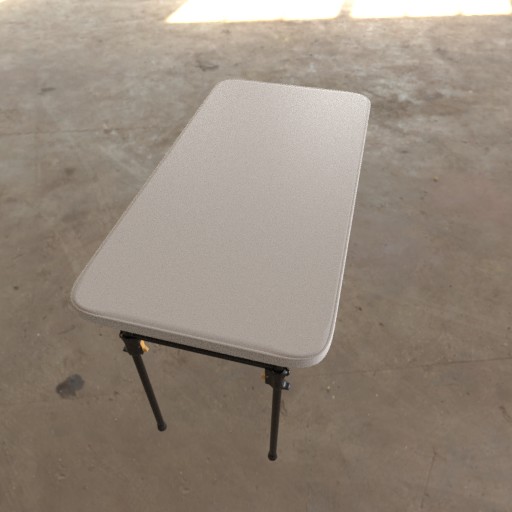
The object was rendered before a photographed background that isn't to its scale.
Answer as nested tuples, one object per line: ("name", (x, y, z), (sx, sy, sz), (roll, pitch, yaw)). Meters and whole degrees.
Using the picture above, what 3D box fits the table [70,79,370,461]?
("table", (0.000, 0.000, 1.606), (0.610, 0.729, 1.219), (10, 47, 10))
